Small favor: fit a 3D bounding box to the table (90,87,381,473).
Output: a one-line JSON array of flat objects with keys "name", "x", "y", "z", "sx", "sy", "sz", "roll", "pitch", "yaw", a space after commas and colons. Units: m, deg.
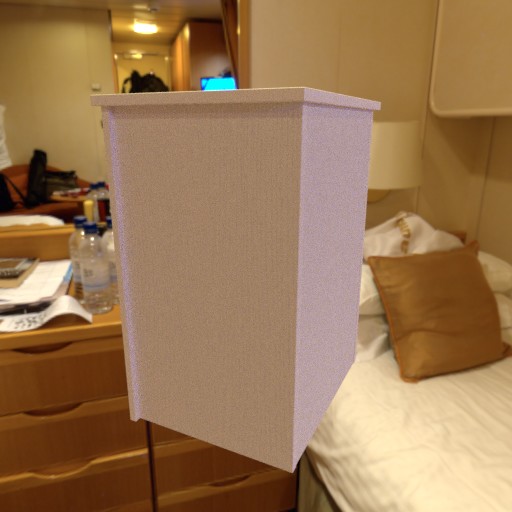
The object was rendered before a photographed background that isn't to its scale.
[{"name": "table", "x": 0.000, "y": 0.000, "z": 0.951, "sx": 0.381, "sy": 0.635, "sz": 0.480, "roll": 8, "pitch": 18, "yaw": 25}]
